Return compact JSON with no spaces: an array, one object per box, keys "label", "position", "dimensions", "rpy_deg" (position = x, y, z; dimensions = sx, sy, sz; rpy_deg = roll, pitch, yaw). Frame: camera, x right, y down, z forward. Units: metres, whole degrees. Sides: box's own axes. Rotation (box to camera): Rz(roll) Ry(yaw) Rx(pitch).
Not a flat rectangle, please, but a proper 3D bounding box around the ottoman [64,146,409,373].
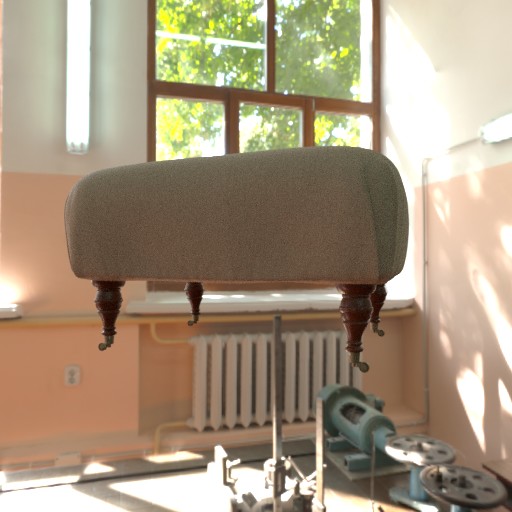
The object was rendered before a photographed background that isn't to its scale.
[{"label":"ottoman","position":[0.000,0.000,1.147],"dimensions":[0.746,0.450,0.639],"rpy_deg":[0,-1,20]}]
